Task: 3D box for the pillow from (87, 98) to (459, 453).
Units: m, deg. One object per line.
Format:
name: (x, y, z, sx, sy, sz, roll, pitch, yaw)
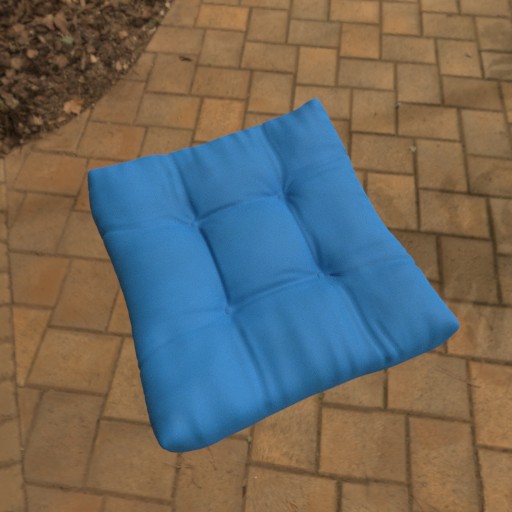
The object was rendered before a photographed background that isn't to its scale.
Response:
pillow: (0.000, 0.000, 0.736, 0.468, 0.128, 0.490, -20, 65, -10)
